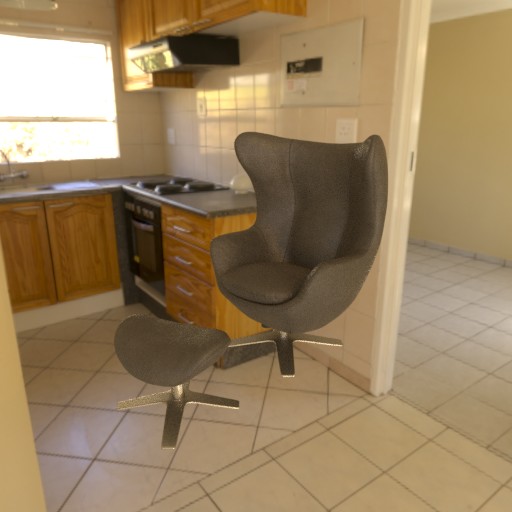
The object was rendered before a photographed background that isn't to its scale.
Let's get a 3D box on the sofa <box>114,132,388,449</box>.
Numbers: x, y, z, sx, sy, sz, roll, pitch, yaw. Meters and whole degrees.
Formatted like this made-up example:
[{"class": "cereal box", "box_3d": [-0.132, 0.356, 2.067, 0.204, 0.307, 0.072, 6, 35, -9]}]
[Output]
[{"class": "sofa", "box_3d": [0.000, 0.000, 2.147, 0.894, 1.135, 1.444, 16, 23, 42]}]
